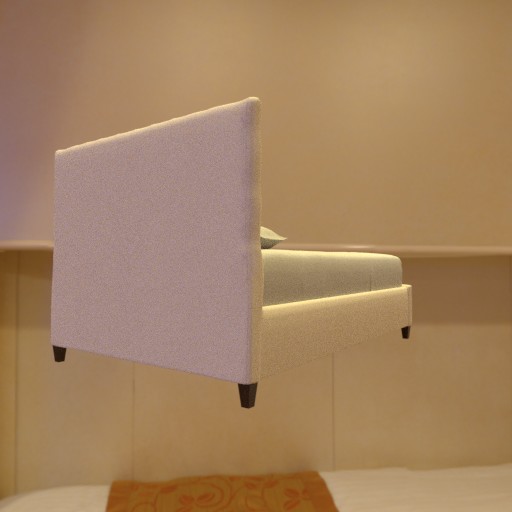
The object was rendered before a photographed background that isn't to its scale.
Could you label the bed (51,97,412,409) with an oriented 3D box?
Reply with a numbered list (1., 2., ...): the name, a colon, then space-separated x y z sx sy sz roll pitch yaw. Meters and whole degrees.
1. bed: 0.000 0.000 3.437 1.698 1.427 2.387 -1 -1 36
